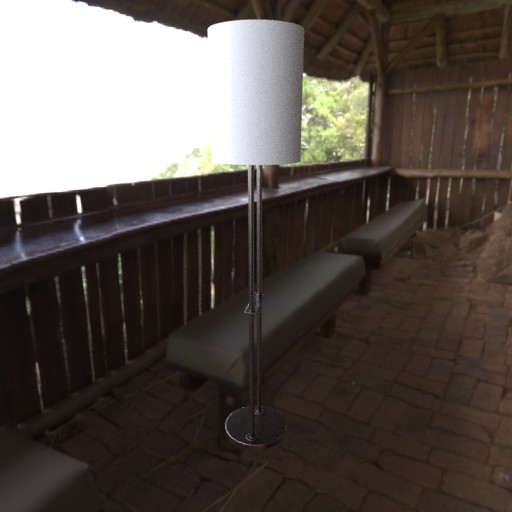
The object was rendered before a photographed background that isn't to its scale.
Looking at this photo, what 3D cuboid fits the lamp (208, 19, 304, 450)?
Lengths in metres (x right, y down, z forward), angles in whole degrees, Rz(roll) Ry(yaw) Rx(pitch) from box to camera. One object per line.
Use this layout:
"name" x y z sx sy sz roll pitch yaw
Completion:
"lamp" 0.000 0.000 1.625 0.305 1.500 0.306 3 17 10
